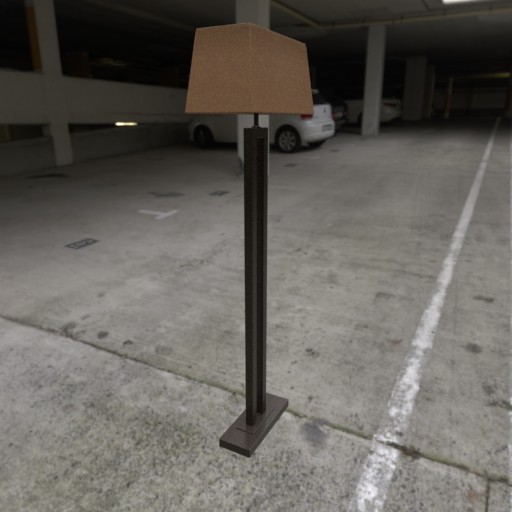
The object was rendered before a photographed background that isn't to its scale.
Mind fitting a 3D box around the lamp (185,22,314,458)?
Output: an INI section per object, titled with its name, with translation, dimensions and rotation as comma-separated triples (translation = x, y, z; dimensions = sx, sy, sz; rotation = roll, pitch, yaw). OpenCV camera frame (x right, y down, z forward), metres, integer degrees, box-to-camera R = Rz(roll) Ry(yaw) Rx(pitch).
[lamp]
translation = 0.000, 0.000, 1.627
dimensions = 0.233, 1.469, 0.475
rotation = 9, 19, 27
